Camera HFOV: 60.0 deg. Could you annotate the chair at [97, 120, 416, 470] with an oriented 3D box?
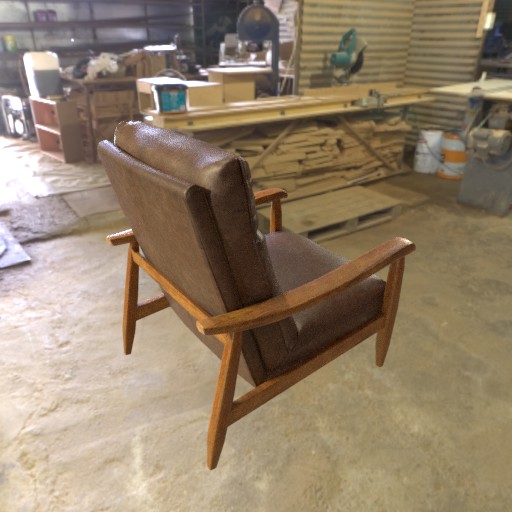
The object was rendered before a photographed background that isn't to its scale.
[{"bbox_3d":[0.000,0.000,1.549,0.830,0.897,0.782,-18,32,-32],"label":"chair"}]
